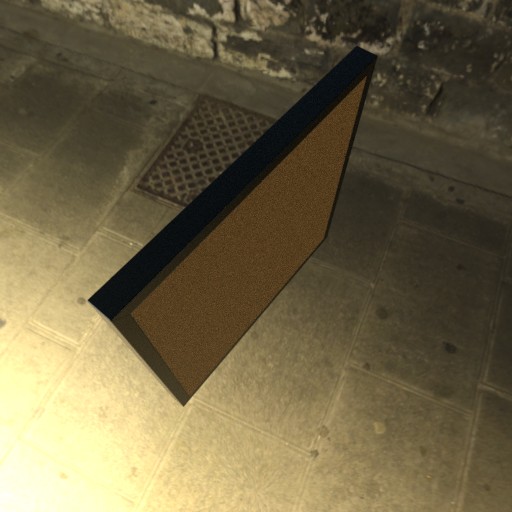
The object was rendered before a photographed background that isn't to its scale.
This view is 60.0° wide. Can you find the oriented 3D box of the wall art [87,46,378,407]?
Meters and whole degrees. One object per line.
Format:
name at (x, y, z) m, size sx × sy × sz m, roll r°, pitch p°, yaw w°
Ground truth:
wall art at (0.000, 0.000, 0.764) m, size 0.036 × 0.508 × 0.508 m, roll 35°, pitch 67°, yaw 17°
